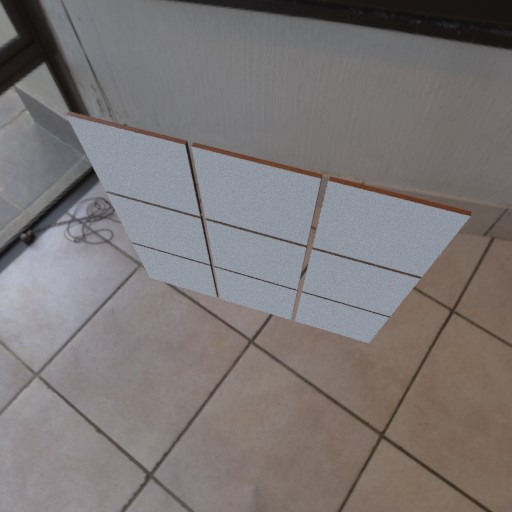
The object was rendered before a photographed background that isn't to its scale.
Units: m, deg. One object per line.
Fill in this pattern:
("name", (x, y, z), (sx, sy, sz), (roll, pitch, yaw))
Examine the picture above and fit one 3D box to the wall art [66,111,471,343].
("wall art", (0.000, 0.000, 1.873), (1.256, 1.246, 0.017), (16, 64, 8))
